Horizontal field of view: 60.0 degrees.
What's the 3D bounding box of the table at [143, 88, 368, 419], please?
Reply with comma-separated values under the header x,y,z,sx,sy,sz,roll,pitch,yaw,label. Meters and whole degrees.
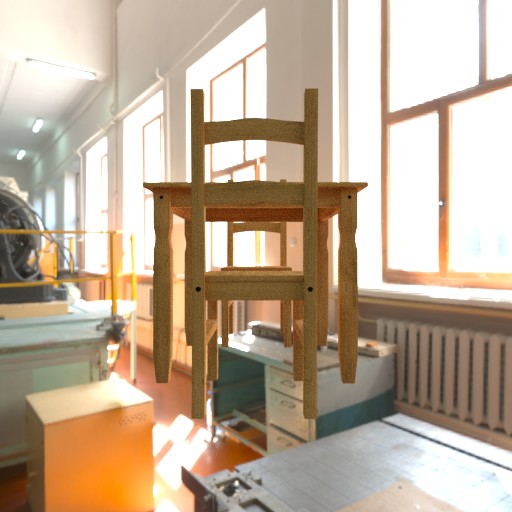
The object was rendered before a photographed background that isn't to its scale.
x,y,z,sx,sy,sz,roll,pitch,yaw,label
0.000,0.000,2.001,0.813,0.942,1.501,0,0,0,table
